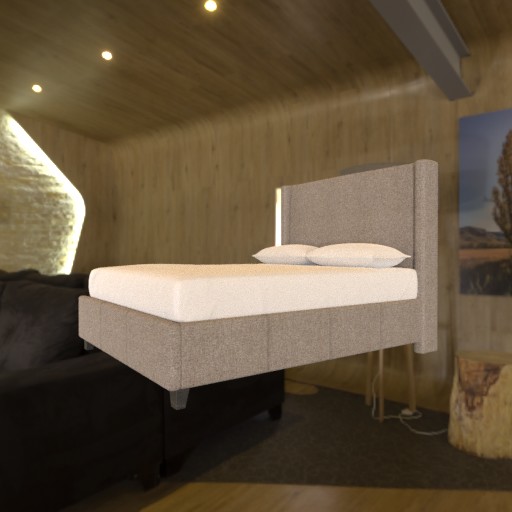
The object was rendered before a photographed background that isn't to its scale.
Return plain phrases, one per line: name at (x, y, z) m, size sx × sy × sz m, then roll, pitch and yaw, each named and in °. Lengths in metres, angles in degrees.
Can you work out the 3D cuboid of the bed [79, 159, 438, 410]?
bed at (0.000, 0.000, 3.467) m, size 2.245 × 1.476 × 1.714 m, roll 0°, pitch 1°, yaw -36°
